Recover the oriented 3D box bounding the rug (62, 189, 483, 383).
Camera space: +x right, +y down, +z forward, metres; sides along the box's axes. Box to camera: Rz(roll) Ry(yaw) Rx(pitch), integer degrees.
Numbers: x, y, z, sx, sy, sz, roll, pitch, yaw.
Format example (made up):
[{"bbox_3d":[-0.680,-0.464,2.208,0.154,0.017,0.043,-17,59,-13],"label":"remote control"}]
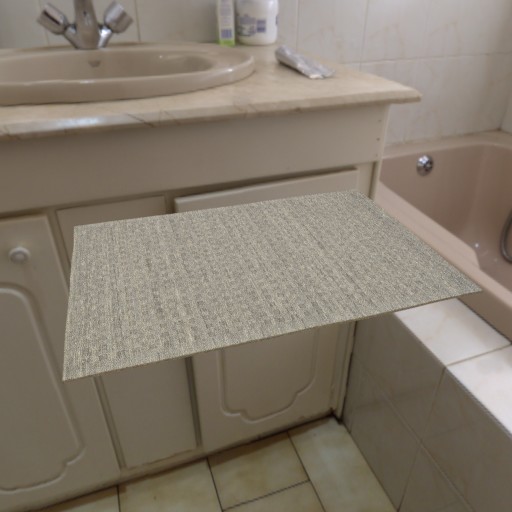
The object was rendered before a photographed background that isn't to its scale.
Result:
[{"bbox_3d":[0.000,0.000,2.891,2.297,0.018,1.532,-9,33,-15],"label":"rug"}]
